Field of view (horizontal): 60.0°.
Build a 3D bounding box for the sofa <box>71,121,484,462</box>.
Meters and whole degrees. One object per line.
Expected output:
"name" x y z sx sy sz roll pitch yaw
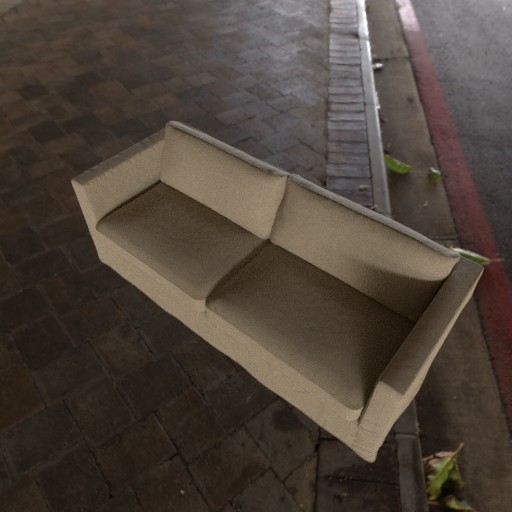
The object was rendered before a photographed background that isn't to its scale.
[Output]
"sofa" 0.000 0.000 2.701 2.296 0.847 0.956 31 54 26
